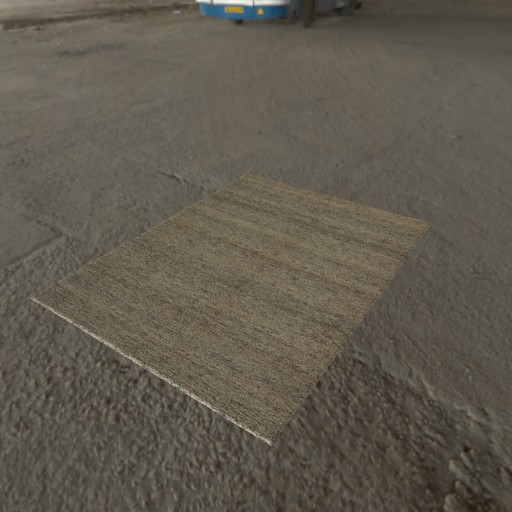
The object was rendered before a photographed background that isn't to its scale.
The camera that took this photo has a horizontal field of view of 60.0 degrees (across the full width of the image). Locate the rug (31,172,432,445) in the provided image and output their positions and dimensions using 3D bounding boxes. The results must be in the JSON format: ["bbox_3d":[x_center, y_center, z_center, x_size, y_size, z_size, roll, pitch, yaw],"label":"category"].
[{"bbox_3d":[0.000,0.000,4.264,2.414,0.036,3.199,21,39,28],"label":"rug"}]
